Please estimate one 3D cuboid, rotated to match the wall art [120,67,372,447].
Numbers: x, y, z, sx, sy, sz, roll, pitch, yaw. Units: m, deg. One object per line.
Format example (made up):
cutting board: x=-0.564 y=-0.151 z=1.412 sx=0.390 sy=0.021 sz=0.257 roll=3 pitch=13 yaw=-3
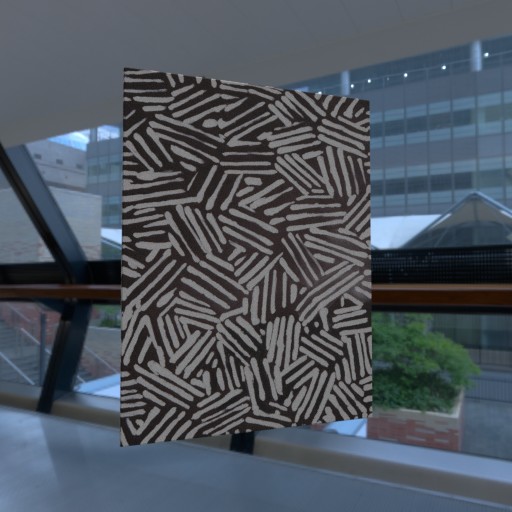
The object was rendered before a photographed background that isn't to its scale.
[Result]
wall art: x=0.000 y=0.000 z=1.318 sx=0.765 sy=1.017 sz=0.038 roll=1 pitch=-2 yaw=-18
